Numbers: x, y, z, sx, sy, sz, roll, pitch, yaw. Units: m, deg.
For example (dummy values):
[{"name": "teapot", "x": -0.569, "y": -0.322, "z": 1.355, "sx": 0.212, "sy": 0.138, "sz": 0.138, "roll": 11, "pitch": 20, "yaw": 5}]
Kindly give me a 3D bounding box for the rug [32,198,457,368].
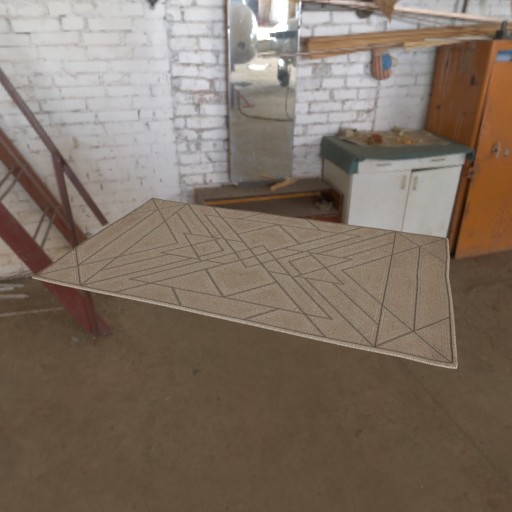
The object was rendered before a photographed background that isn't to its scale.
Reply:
[{"name": "rug", "x": 0.000, "y": 0.000, "z": 1.054, "sx": 0.869, "sy": 0.008, "sz": 0.511, "roll": 9, "pitch": 30, "yaw": 17}]
